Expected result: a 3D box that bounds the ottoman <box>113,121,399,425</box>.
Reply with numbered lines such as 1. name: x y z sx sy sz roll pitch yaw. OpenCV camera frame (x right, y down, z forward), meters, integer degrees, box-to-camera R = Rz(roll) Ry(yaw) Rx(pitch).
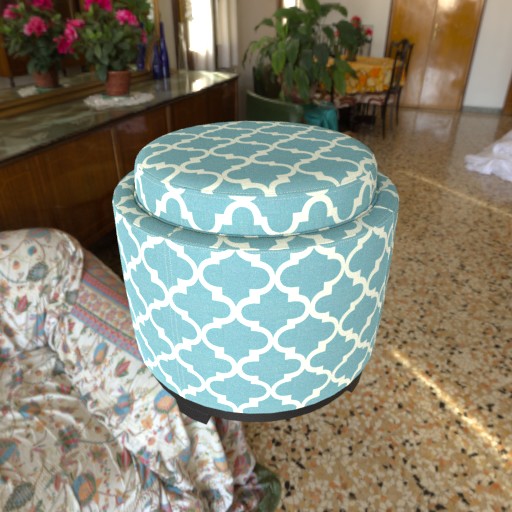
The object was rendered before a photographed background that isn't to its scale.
1. ottoman: 0.000 0.000 0.828 0.480 0.429 0.480 0 30 0
